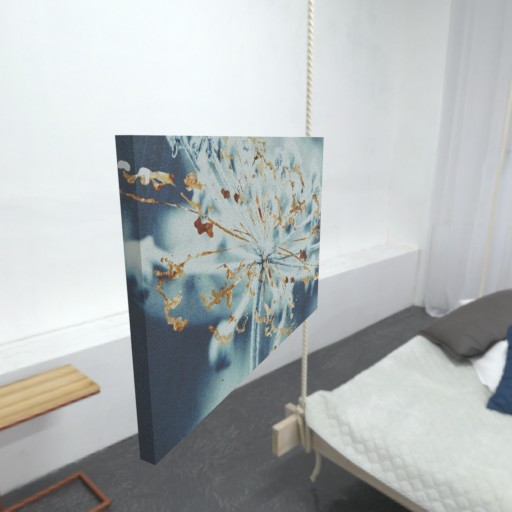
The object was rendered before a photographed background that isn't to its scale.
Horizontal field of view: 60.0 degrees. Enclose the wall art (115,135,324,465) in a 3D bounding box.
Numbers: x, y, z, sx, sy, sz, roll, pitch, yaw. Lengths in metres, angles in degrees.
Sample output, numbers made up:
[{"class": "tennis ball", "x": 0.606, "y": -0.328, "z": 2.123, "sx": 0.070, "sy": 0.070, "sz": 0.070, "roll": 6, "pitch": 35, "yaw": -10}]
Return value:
[{"class": "wall art", "x": 0.000, "y": 0.000, "z": 1.168, "sx": 0.038, "sy": 0.608, "sz": 0.912, "roll": 7, "pitch": 17, "yaw": 26}]
